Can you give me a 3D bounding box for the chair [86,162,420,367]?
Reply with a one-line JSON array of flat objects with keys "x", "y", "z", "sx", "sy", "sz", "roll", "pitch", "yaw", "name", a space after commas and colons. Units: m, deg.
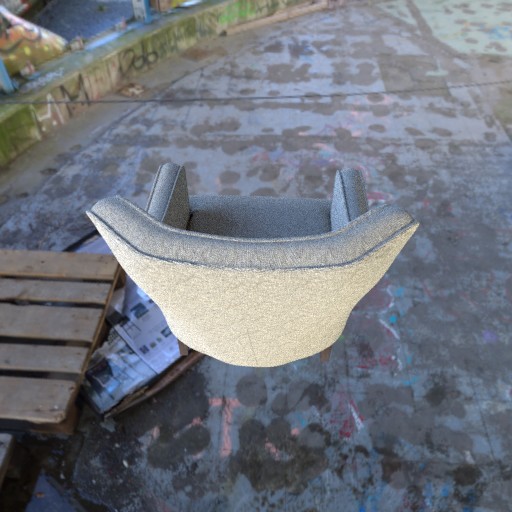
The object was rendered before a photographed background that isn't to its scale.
[{"x": 0.000, "y": 0.000, "z": 1.643, "sx": 0.820, "sy": 0.920, "sz": 0.910, "roll": 2, "pitch": 47, "yaw": 2, "name": "chair"}]
